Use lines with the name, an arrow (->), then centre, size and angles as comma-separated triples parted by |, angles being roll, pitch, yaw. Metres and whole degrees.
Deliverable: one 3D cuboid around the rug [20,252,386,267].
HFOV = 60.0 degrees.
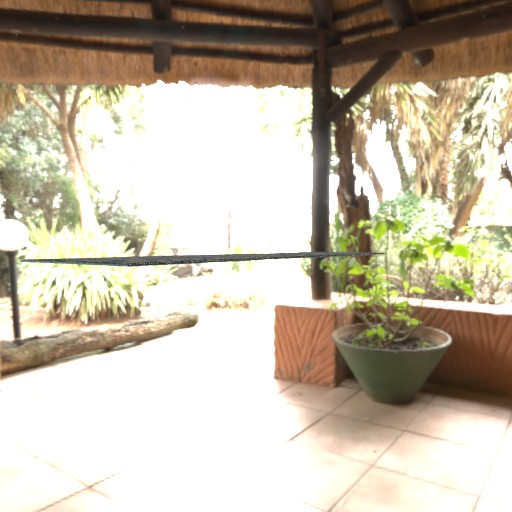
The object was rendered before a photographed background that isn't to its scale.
rug -> 0.000, 0.000, 2.404 | 0.662, 0.011, 2.196 | 1, 2, 36
